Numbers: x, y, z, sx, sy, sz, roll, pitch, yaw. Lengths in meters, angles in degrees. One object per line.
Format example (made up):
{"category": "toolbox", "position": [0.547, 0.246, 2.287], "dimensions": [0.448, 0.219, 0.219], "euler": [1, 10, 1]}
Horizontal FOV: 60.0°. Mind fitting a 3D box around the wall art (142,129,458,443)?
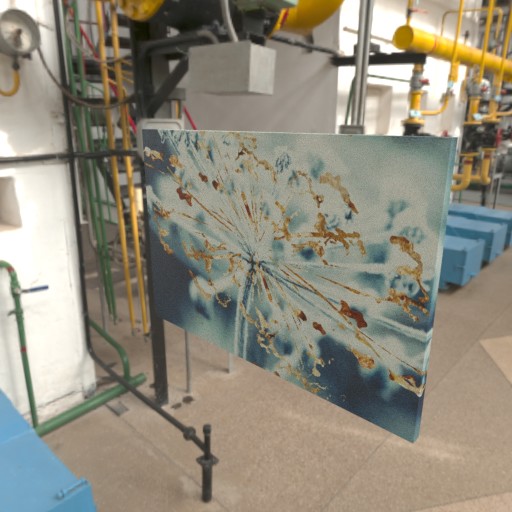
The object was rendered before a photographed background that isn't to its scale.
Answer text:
{"category": "wall art", "position": [0.000, 0.000, 1.409], "dimensions": [1.138, 0.759, 0.035], "euler": [16, 23, 41]}
